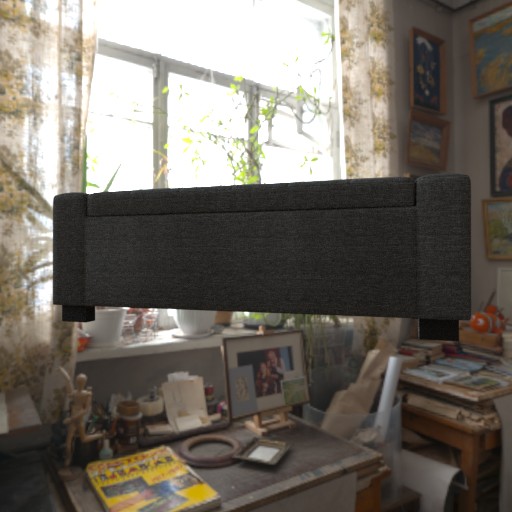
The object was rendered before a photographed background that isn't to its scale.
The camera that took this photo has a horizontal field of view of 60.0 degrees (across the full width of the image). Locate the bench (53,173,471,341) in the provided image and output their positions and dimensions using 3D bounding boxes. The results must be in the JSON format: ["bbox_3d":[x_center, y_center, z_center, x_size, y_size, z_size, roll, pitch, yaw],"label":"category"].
[{"bbox_3d":[0.000,0.000,1.548,1.296,0.445,0.508,0,0,17],"label":"bench"}]
